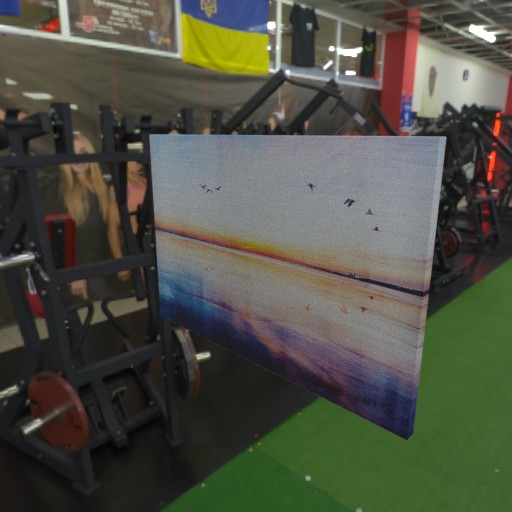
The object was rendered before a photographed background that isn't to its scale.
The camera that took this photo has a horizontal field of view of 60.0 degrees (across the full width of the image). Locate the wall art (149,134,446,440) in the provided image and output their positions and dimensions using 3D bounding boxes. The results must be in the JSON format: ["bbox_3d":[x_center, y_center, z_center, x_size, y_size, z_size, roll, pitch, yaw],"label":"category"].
[{"bbox_3d":[0.000,0.000,1.439,0.034,0.756,1.137,-15,22,-43],"label":"wall art"}]
